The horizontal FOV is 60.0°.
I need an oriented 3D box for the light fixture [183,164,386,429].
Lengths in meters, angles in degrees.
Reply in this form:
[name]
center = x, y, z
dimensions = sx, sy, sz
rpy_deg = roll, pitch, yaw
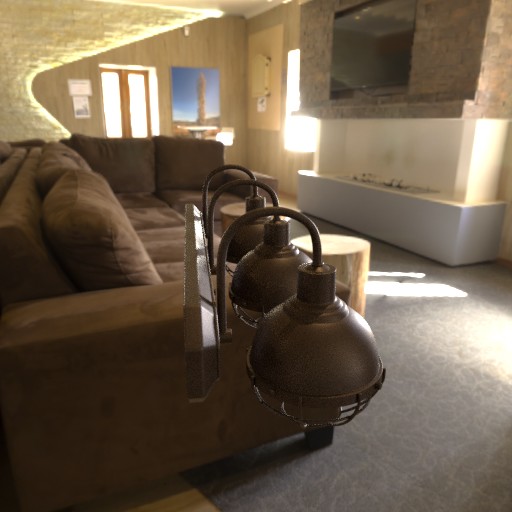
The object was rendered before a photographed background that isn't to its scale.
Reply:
[light fixture]
center = 0.000, 0.000, 0.731
dimensions = 0.229, 0.254, 0.634
rpy_deg = -2, 17, -8
